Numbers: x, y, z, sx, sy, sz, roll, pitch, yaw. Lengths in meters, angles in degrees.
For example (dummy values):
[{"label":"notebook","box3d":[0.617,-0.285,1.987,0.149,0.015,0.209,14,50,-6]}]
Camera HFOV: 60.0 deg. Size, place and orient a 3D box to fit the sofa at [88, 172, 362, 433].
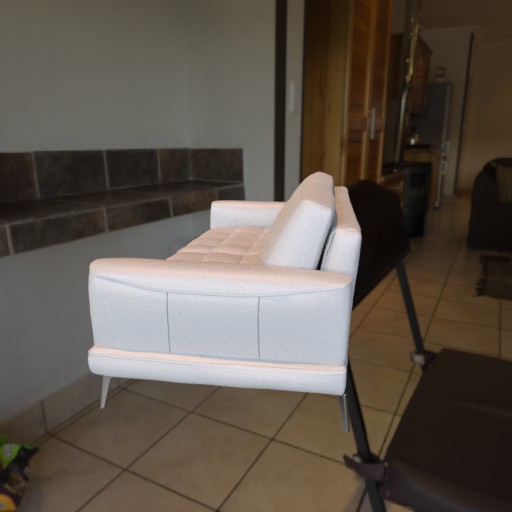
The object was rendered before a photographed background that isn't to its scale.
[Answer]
[{"label":"sofa","box3d":[0.000,0.000,2.712,1.121,0.930,2.177,2,15,9]}]
